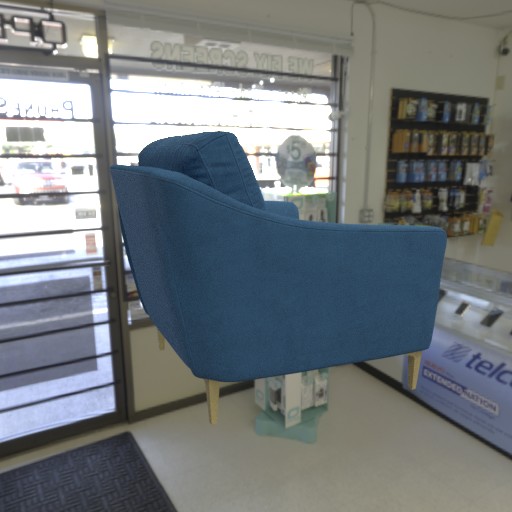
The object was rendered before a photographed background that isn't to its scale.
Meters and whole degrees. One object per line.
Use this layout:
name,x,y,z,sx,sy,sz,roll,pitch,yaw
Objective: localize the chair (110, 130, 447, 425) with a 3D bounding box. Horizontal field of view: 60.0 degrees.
chair,0.000,0.000,1.708,0.961,0.899,0.987,-6,14,-26
